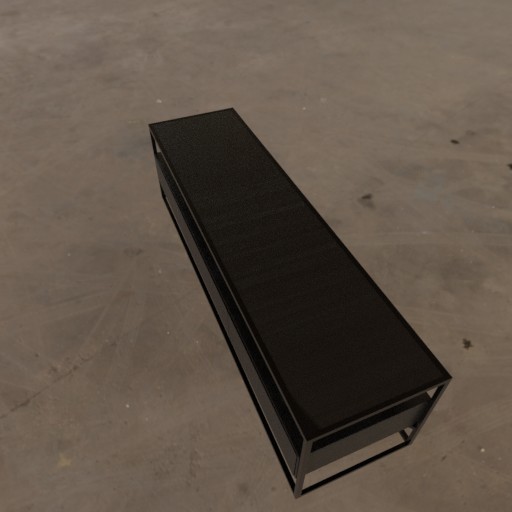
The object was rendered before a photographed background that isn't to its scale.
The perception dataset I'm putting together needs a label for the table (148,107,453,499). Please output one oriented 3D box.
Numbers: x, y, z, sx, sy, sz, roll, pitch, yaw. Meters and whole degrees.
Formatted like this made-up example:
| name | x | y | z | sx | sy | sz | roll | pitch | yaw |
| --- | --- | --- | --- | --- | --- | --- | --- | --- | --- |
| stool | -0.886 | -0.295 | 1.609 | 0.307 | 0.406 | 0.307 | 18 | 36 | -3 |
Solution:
| name | x | y | z | sx | sy | sz | roll | pitch | yaw |
| --- | --- | --- | --- | --- | --- | --- | --- | --- | --- |
| table | 0.000 | 0.000 | 1.631 | 0.399 | 0.395 | 1.486 | -17 | 48 | -16 |
